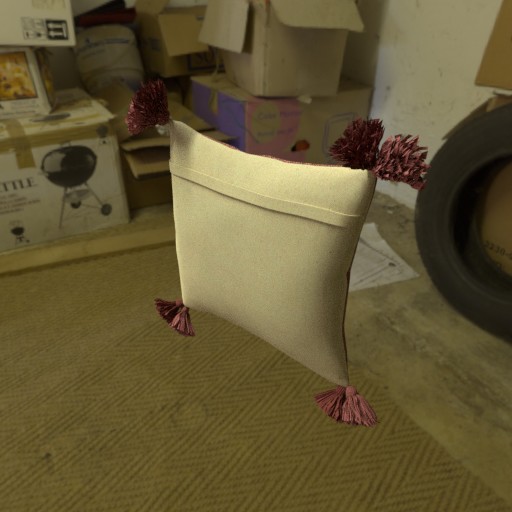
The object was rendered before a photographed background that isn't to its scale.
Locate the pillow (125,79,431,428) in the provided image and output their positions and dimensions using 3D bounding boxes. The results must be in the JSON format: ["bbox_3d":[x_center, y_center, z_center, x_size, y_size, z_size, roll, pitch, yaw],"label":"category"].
[{"bbox_3d":[0.000,0.000,0.921,0.641,0.659,0.138,22,38,32],"label":"pillow"}]
